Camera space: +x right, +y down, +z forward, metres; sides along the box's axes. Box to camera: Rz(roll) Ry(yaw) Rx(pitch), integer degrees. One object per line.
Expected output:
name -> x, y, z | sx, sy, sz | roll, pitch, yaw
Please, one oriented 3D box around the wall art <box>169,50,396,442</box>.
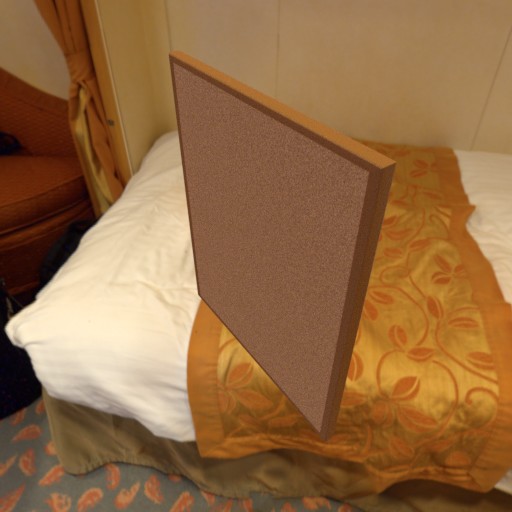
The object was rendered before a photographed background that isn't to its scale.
wall art -> 0.000, 0.000, 0.516 | 0.015, 0.379, 0.310 | -25, 47, -26
